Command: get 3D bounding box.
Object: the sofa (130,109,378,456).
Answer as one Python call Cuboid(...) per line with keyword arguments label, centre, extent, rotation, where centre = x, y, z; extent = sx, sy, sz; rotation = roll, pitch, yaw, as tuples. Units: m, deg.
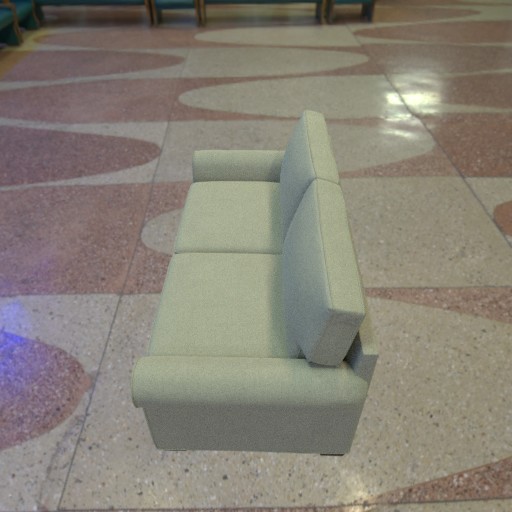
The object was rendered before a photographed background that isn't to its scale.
Cuboid(label="sofa", centre=(0.000, 0.000, 2.257), extent=(0.861, 0.933, 1.774), rotation=(1, 41, 1))
